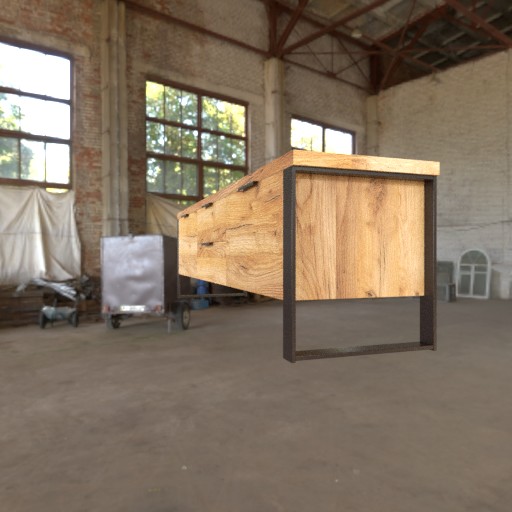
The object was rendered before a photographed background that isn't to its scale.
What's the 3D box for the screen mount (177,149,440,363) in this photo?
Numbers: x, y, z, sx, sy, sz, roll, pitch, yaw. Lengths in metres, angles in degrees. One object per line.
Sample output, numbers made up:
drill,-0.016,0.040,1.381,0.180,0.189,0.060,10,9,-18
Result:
screen mount,0.000,0.000,1.708,0.395,0.450,1.524,0,0,-19
